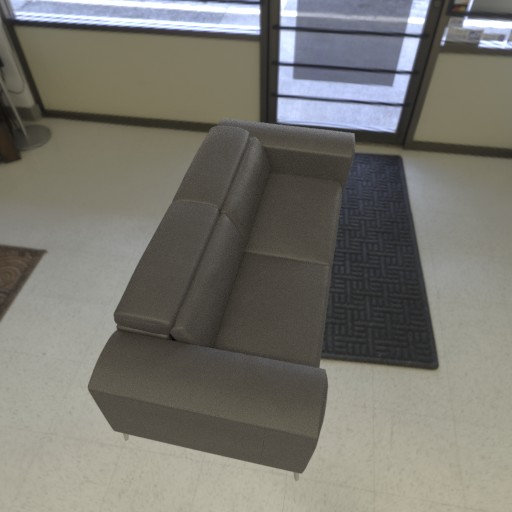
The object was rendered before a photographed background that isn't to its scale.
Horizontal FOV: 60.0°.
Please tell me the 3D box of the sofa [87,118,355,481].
[{"bbox_3d":[0.000,0.000,2.803,1.048,0.814,2.330,9,48,8],"label":"sofa"}]
